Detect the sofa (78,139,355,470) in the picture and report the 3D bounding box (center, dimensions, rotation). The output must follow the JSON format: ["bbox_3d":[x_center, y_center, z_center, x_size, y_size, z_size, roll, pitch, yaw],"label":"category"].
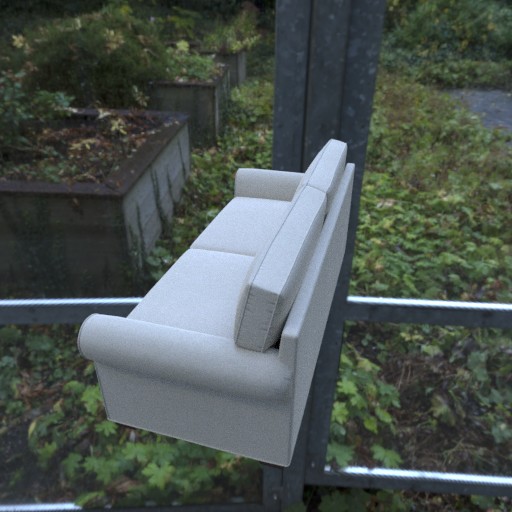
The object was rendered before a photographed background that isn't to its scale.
[{"bbox_3d":[0.000,0.000,2.620,0.901,0.962,2.146,8,31,14],"label":"sofa"}]
